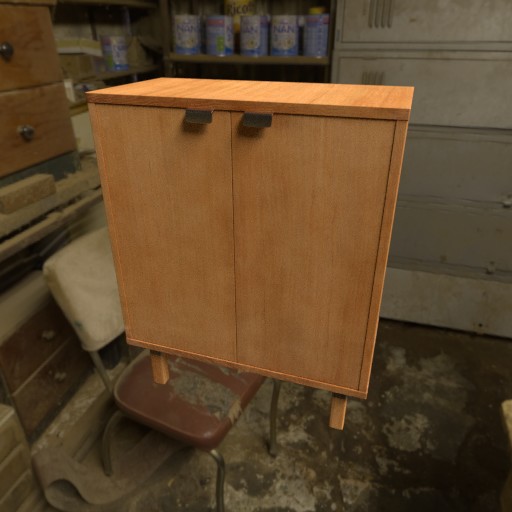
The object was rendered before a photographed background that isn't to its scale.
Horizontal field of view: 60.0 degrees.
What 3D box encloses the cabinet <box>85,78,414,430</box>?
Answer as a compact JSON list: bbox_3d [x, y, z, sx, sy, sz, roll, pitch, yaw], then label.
[{"bbox_3d":[0.000,0.000,1.416,0.800,1.001,0.419,9,29,16],"label":"cabinet"}]
